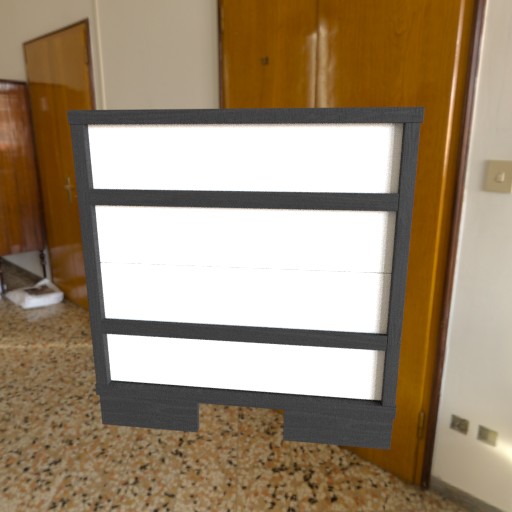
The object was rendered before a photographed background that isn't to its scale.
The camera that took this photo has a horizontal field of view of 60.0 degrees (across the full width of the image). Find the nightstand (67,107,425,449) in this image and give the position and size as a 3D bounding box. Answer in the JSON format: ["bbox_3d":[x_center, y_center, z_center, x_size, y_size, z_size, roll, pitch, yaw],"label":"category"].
[{"bbox_3d":[0.000,0.000,0.744,0.427,0.448,0.347,2,15,8],"label":"nightstand"}]
